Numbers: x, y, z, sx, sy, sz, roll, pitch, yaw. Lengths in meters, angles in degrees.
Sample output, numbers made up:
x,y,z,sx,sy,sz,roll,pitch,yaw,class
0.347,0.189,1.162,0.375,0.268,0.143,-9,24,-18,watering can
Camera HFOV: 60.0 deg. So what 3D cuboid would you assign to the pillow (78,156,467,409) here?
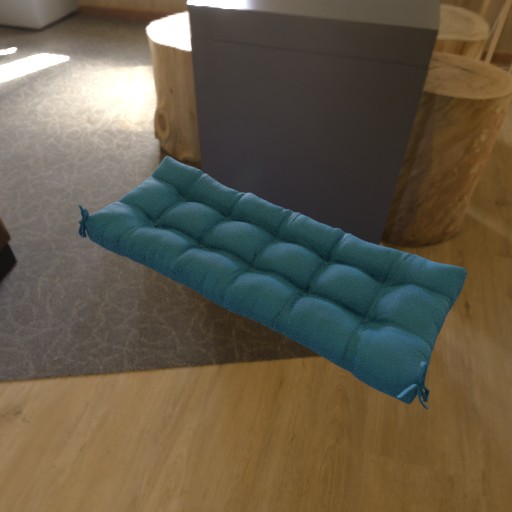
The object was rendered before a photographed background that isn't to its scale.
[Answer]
x,y,z,sx,sy,sz,roll,pitch,yaw,class
0.000,0.000,1.357,1.194,0.174,0.511,24,50,22,pillow
